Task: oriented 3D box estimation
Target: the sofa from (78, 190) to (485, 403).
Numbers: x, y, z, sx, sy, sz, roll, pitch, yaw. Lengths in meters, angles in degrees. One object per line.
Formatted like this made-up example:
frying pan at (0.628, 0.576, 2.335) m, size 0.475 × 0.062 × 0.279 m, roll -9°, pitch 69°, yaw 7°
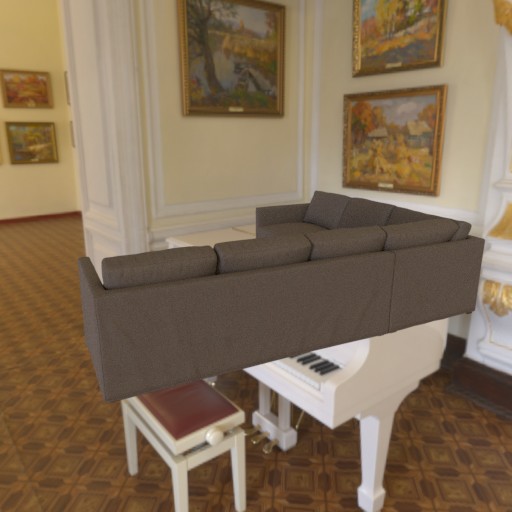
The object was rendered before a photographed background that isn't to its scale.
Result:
sofa at (0.000, 0.000, 4.189) m, size 3.182 × 0.871 × 2.432 m, roll -7°, pitch 17°, yaw -25°
